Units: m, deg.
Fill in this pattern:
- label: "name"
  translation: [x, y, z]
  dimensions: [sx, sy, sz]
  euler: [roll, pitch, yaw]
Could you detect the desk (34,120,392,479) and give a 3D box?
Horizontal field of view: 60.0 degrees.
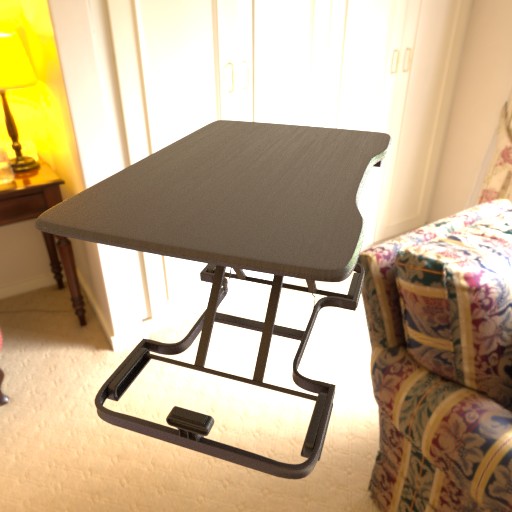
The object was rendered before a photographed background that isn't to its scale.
- label: "desk"
  translation: [0.000, 0.000, 1.113]
  dimensions: [0.546, 0.470, 0.820]
  euler: [10, 31, 17]
